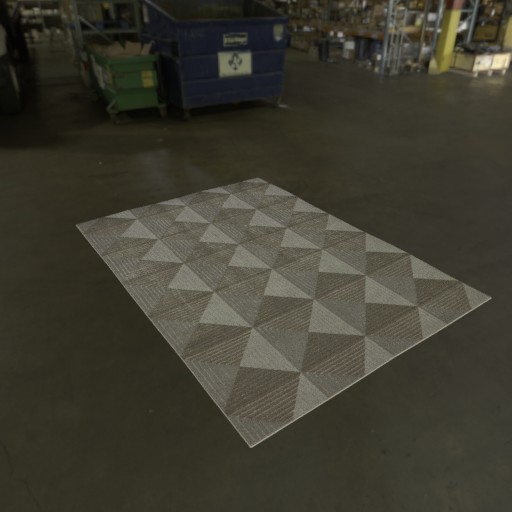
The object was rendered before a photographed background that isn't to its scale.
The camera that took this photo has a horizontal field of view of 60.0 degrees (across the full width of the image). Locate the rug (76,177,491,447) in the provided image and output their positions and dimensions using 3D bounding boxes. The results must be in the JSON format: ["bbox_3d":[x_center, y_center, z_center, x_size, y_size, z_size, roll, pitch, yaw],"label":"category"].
[{"bbox_3d":[0.000,0.000,4.235,2.428,0.027,3.333,-20,36,-30],"label":"rug"}]
